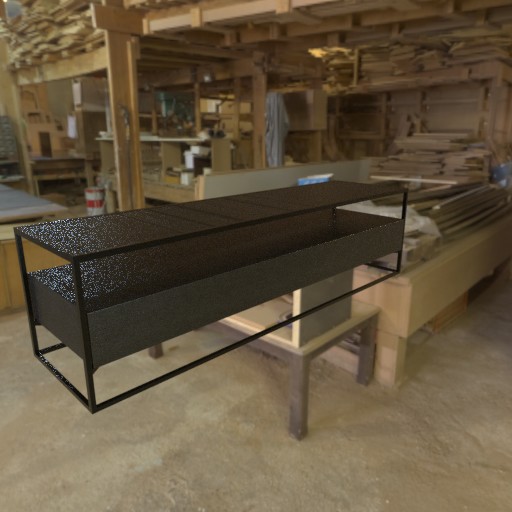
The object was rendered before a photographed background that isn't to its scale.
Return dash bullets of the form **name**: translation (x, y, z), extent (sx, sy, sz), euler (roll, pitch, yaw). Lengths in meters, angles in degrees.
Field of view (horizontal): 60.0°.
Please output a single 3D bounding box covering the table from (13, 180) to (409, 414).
- **table**: translation (0.000, 0.000, 1.639), extent (1.486, 0.395, 0.399), euler (-16, 23, -42)
